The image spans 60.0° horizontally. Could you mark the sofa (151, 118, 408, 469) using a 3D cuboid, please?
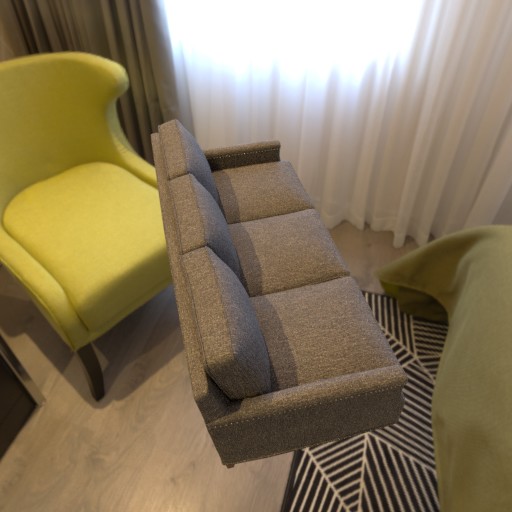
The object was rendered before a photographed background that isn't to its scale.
[{"bbox_3d":[0.000,0.000,2.866,1.084,1.003,2.246,-10,46,-10],"label":"sofa"}]
